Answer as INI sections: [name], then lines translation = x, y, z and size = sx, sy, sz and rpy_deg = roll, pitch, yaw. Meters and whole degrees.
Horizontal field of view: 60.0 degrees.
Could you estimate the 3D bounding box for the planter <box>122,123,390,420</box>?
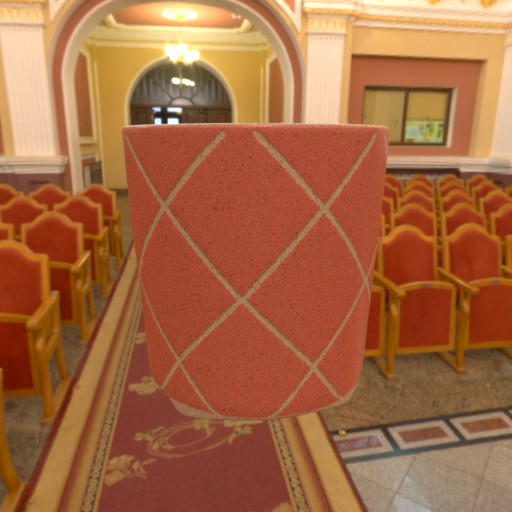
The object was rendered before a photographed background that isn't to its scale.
[planter]
translation = 0.000, 0.000, 0.420
size = 0.227, 0.235, 0.227
rpy_deg = 0, 15, 0
